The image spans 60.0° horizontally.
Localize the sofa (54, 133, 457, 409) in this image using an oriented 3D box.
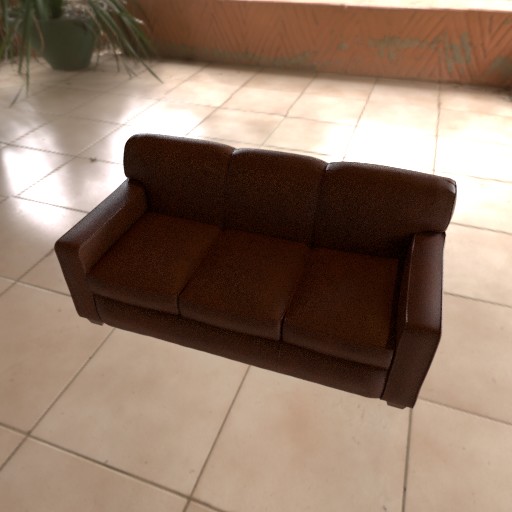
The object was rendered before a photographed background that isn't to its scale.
[{"bbox_3d":[0.000,0.000,2.584,2.039,0.953,1.008,12,40,15],"label":"sofa"}]
